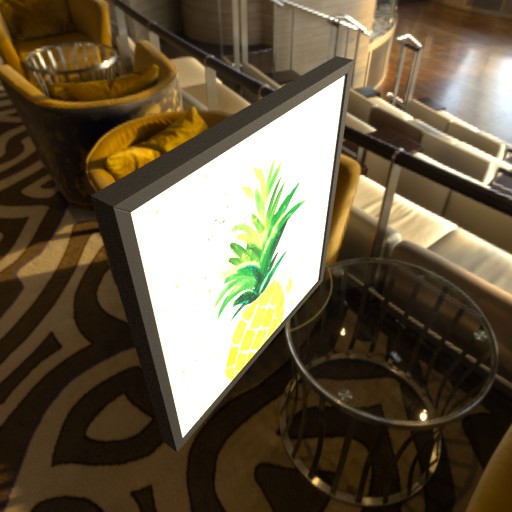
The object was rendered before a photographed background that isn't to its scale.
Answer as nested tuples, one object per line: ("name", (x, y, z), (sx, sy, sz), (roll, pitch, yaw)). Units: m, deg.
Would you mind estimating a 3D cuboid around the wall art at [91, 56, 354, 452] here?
("wall art", (0.000, 0.000, 0.745), (0.033, 0.507, 0.508), (25, 47, 26))
